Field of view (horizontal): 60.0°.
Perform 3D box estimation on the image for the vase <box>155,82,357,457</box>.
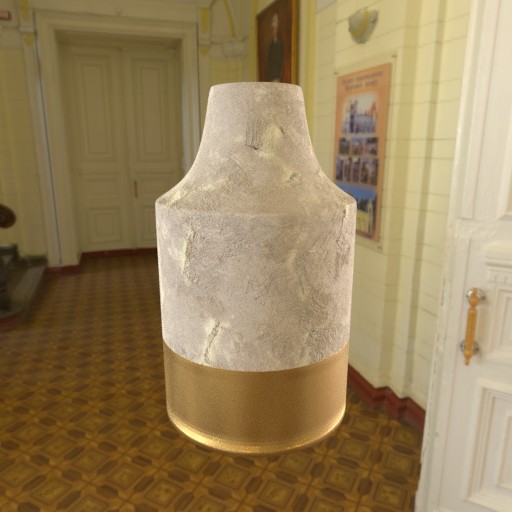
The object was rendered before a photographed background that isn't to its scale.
[{"bbox_3d":[0.000,0.000,0.426,0.184,0.305,0.184,0,15,0],"label":"vase"}]
